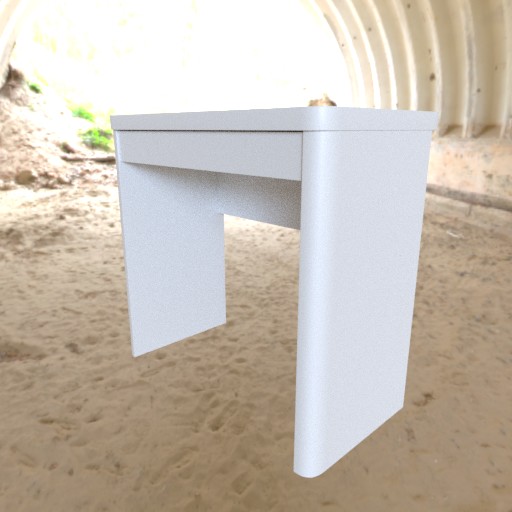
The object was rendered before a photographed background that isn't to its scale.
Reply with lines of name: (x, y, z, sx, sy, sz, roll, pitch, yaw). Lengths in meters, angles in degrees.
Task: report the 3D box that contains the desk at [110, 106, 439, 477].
desk: (0.000, 0.000, 1.246, 0.446, 0.760, 0.790, -15, 22, -41)
